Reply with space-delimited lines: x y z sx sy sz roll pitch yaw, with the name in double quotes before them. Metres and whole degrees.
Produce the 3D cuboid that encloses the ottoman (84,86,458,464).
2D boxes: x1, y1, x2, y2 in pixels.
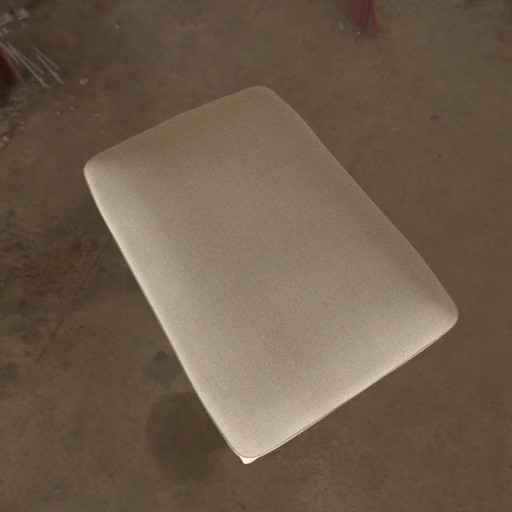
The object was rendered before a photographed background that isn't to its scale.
"ottoman" 0.000 0.000 1.356 0.686 0.453 0.984 -29 67 -13
